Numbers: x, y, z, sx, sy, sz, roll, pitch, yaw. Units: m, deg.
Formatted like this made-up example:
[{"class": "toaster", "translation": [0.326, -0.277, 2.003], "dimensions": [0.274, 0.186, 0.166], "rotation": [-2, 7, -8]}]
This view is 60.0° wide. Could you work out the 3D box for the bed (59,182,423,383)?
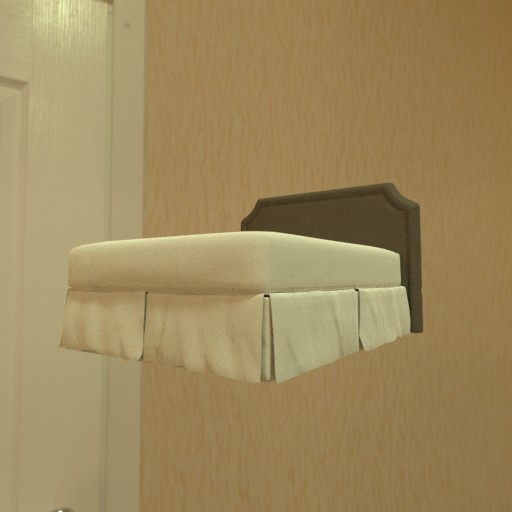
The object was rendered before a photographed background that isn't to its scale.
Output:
[{"class": "bed", "translation": [0.000, 0.000, 3.302], "dimensions": [1.831, 1.297, 2.181], "rotation": [-2, -3, 36]}]
